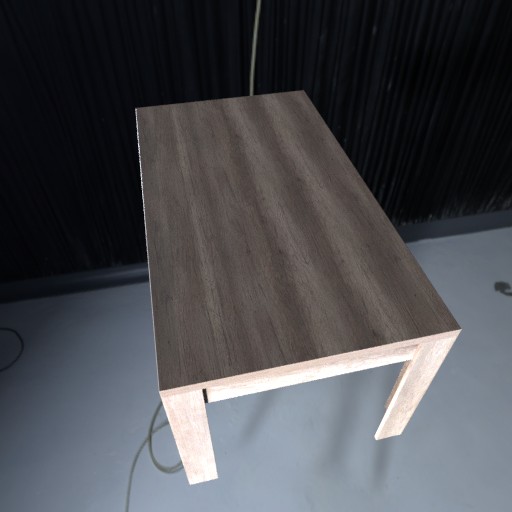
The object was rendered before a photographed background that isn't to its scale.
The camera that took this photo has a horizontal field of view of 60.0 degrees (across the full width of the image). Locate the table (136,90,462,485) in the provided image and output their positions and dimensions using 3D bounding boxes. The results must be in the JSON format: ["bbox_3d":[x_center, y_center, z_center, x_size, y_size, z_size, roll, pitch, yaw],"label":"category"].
[{"bbox_3d":[0.000,0.000,2.079,0.900,0.775,1.600,-9,47,-9],"label":"table"}]
